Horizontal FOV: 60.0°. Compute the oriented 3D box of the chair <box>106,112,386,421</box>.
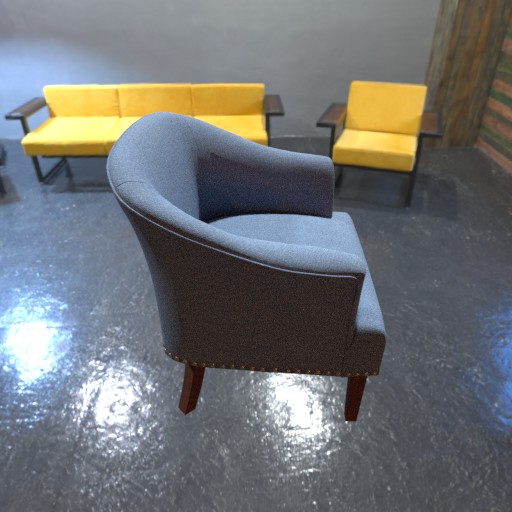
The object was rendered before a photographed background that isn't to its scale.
[{"bbox_3d":[0.000,0.000,1.410,0.704,0.815,0.772,1,32,2],"label":"chair"}]
